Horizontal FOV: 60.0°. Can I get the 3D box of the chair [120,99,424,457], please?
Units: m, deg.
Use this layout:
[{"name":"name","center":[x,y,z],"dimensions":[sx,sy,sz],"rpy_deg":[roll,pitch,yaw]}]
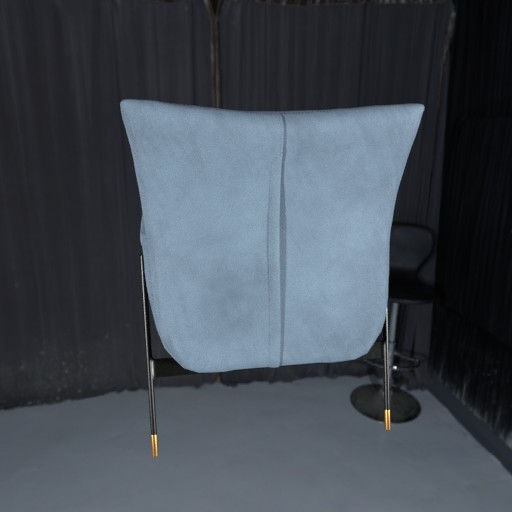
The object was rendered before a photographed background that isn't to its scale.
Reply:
[{"name":"chair","center":[0.000,0.000,1.374],"dimensions":[0.678,0.858,0.709],"rpy_deg":[-2,15,-9]}]
